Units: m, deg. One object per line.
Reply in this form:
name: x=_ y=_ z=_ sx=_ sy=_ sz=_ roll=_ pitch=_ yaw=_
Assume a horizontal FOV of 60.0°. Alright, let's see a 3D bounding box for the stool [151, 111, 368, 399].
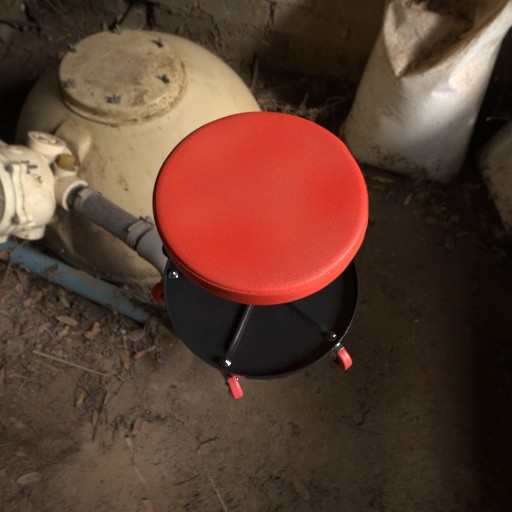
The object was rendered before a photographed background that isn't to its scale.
stool: x=0.000 y=0.000 z=0.711 sx=0.382 sy=0.365 sz=0.381 roll=-17 pitch=65 yaw=-8
